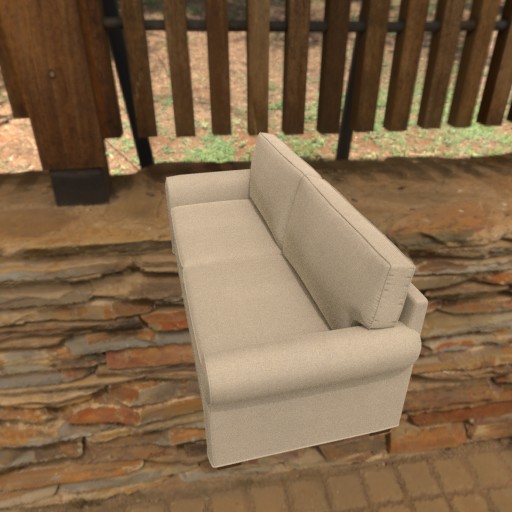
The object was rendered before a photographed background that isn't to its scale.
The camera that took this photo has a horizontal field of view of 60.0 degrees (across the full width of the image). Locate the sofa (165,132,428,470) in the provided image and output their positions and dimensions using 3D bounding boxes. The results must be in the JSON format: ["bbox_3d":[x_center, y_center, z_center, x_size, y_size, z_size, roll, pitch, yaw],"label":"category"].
[{"bbox_3d":[0.000,0.000,2.606,0.901,0.962,2.146,-7,31,-12],"label":"sofa"}]
